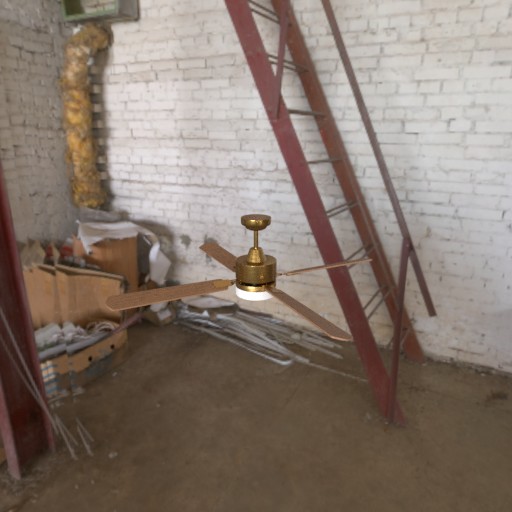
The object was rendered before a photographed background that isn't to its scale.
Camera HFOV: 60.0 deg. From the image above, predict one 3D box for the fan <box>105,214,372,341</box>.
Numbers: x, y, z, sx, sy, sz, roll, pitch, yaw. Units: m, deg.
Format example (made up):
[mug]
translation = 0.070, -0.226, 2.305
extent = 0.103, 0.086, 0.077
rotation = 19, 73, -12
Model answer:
[fan]
translation = 0.000, 0.000, 1.989
extent = 1.320, 0.355, 1.320
rotation = -8, 19, -26
